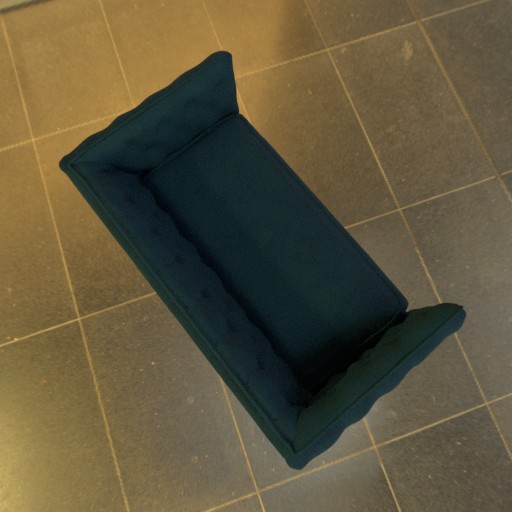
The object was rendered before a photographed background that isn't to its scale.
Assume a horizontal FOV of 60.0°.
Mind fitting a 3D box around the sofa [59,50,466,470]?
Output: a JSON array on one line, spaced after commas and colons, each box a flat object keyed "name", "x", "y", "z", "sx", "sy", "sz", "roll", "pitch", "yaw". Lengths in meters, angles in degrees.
[{"name": "sofa", "x": 0.000, "y": 0.000, "z": 2.127, "sx": 0.909, "sy": 0.810, "sz": 1.583, "roll": -38, "pitch": 79, "yaw": -8}]
